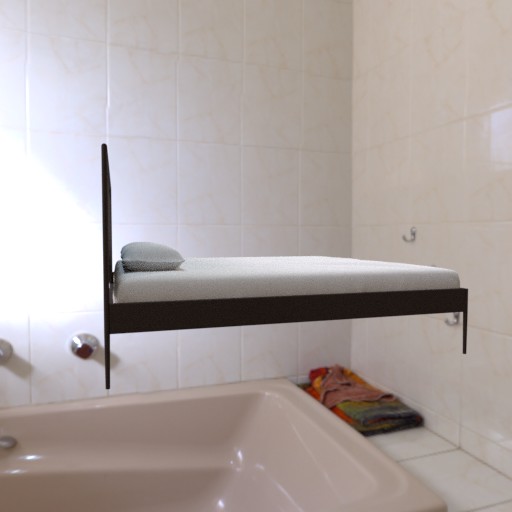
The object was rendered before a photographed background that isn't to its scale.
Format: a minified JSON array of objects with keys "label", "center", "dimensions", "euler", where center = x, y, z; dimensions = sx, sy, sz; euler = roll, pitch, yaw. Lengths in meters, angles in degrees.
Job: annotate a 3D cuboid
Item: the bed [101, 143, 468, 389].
[{"label":"bed","center":[0.000,0.000,3.375],"dimensions":[2.151,1.173,1.993],"euler":[-1,3,-18]}]
